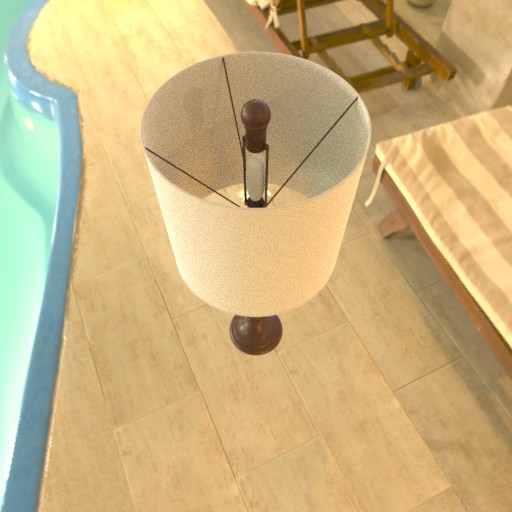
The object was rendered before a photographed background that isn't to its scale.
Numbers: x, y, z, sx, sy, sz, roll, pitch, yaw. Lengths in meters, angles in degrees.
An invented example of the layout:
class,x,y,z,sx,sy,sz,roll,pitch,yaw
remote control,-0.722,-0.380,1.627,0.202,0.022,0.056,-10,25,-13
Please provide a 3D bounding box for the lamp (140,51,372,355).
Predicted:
class,x,y,z,sx,sy,sz,roll,pitch,yaw
lamp,0.000,0.000,0.716,0.250,0.597,0.250,-16,59,-10
